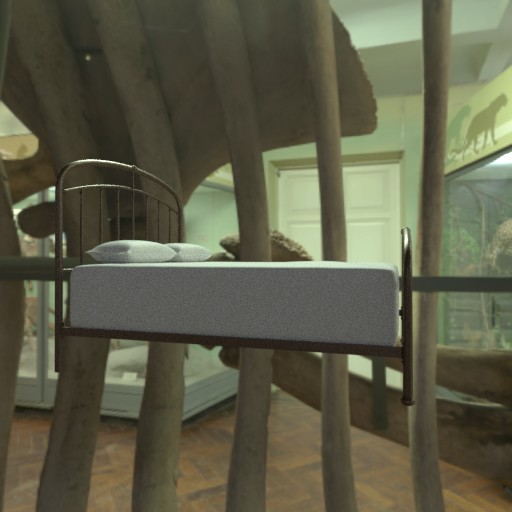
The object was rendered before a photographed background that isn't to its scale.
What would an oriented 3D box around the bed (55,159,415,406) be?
[{"bbox_3d":[0.000,0.000,3.282,2.168,1.475,1.711,0,0,18],"label":"bed"}]
